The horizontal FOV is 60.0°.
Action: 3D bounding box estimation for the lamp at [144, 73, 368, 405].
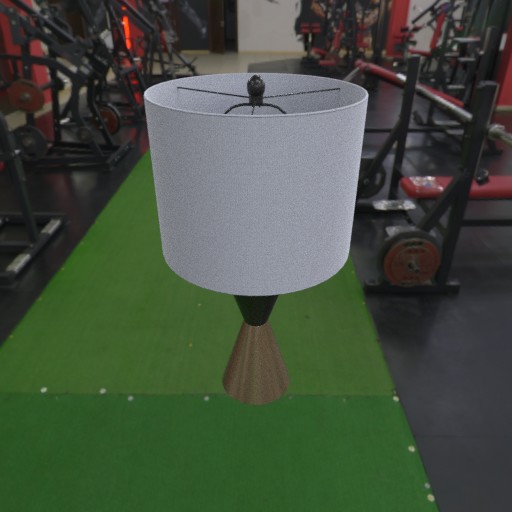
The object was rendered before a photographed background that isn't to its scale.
[{"bbox_3d":[0.000,0.000,0.749,0.304,0.573,0.304,2,31,3],"label":"lamp"}]
